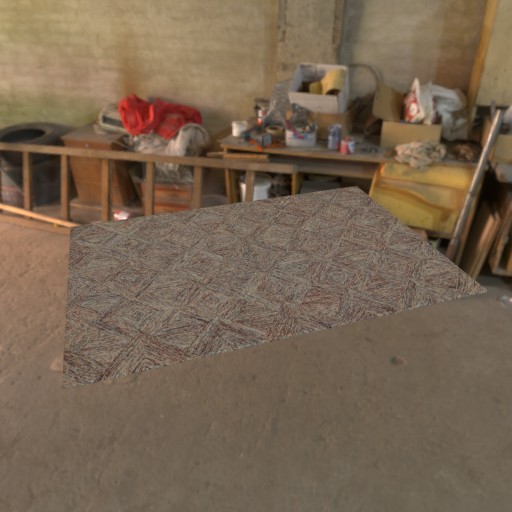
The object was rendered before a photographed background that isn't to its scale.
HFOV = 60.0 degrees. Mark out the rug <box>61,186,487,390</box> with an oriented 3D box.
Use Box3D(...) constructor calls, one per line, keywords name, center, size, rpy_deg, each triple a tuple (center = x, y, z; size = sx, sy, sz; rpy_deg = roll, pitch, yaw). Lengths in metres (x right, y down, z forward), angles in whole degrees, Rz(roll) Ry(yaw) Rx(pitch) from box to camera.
Box3D(name="rug", center=(0.000, 0.000, 2.846), size=(2.285, 0.019, 1.523), rpy_deg=(-10, 34, -15))
